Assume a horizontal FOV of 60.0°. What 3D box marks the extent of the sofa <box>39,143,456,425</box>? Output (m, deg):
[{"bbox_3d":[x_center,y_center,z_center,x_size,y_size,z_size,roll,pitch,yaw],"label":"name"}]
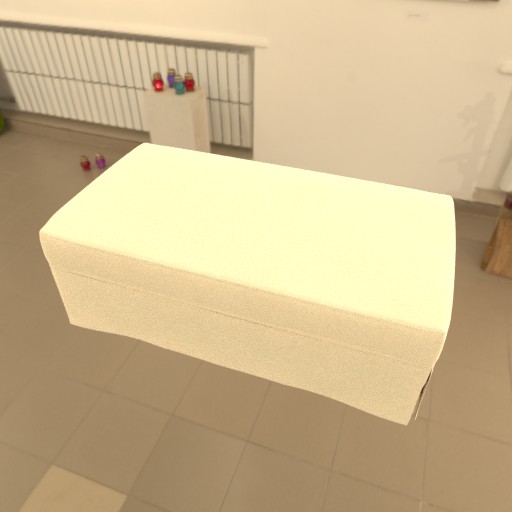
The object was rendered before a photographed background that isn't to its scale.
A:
[{"bbox_3d":[0.000,0.000,2.089,1.677,0.552,0.939,13,42,15],"label":"sofa"}]
